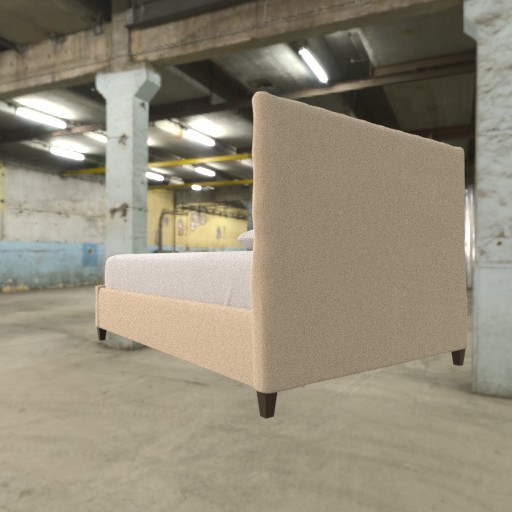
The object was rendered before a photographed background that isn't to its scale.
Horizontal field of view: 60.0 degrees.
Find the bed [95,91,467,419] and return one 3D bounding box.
[{"bbox_3d":[0.000,0.000,3.341,1.698,1.427,2.387,0,-1,-37],"label":"bed"}]
